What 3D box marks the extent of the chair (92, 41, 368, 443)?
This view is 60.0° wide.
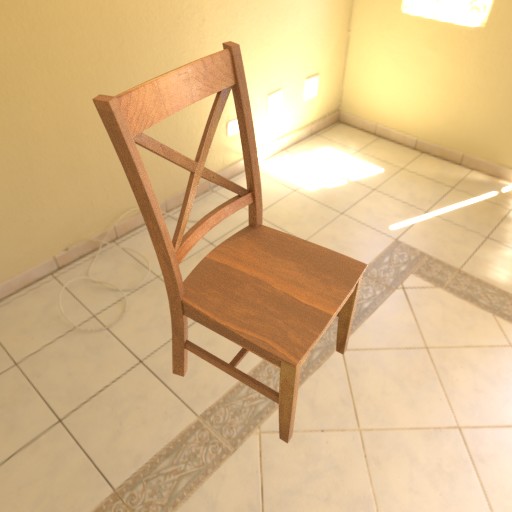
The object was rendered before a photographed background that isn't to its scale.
[{"bbox_3d":[0.000,0.000,1.293,0.542,0.983,0.485,24,47,25],"label":"chair"}]
